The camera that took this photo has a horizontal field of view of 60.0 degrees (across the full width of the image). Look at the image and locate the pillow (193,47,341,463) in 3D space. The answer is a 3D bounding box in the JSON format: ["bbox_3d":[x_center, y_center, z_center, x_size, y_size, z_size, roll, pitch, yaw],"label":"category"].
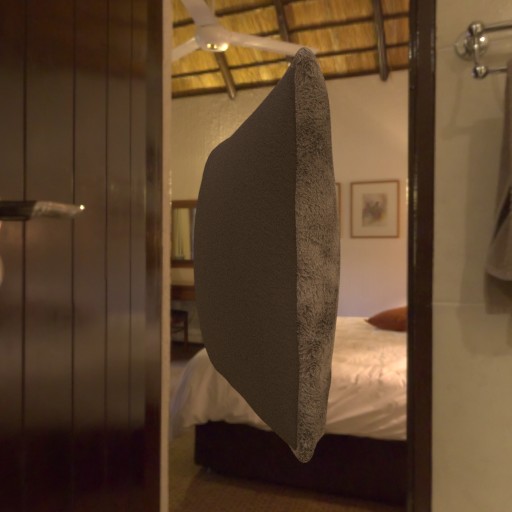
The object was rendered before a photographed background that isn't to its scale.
[{"bbox_3d":[0.000,0.000,0.788,0.204,0.520,0.522,0,0,-18],"label":"pillow"}]
